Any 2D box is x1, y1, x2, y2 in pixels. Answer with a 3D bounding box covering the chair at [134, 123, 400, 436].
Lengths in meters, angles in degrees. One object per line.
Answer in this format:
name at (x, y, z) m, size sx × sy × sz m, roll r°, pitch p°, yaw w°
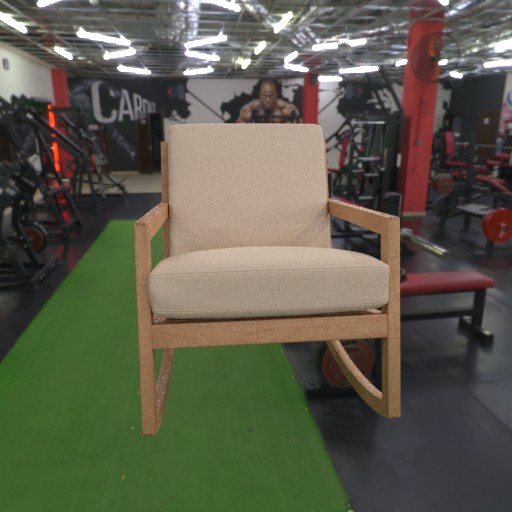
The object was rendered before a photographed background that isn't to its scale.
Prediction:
chair at (0.000, 0.000, 1.381) m, size 0.622 × 0.790 × 0.857 m, roll -2°, pitch 17°, yaw -6°
